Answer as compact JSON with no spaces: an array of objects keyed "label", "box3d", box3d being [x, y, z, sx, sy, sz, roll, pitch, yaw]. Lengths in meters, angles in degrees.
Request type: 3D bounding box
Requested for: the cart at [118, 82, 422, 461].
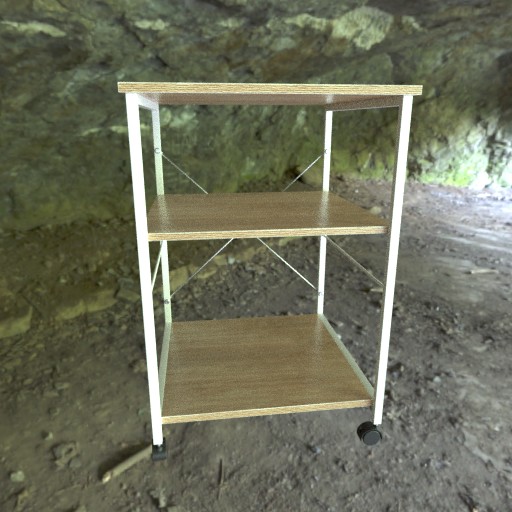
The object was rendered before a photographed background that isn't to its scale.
[{"label":"cart","box3d":[0.000,0.000,1.103,0.521,0.762,0.520,-2,17,-7]}]
